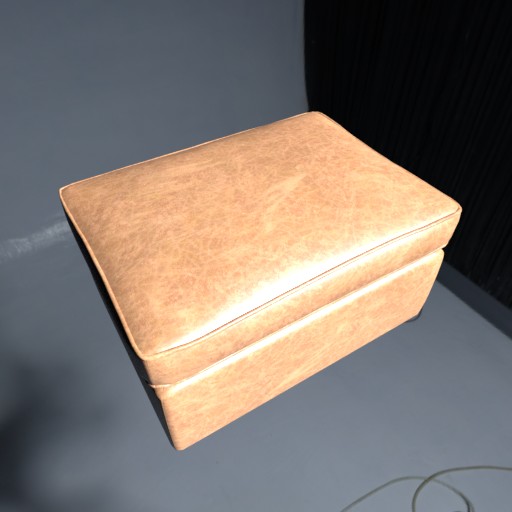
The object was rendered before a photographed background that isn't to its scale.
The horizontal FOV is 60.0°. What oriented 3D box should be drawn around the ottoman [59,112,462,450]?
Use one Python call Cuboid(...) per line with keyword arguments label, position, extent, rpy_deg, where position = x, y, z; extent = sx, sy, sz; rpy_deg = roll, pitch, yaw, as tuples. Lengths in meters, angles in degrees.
Cuboid(label="ottoman", position=(0.000, 0.000, 1.109), extent=(0.756, 0.468, 0.554), rpy_deg=(-23, 49, -22))
